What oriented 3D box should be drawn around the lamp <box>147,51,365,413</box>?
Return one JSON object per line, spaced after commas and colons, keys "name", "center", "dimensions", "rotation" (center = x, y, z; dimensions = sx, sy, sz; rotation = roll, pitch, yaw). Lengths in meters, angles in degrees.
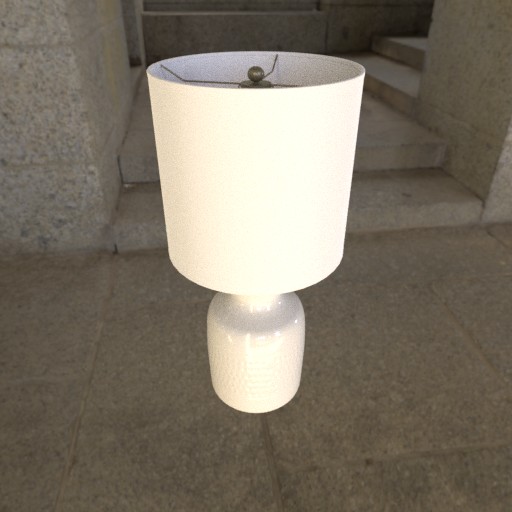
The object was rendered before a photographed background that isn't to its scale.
{"name": "lamp", "center": [0.000, 0.000, 0.492], "dimensions": [0.188, 0.392, 0.188], "rotation": [-22, 38, -31]}
